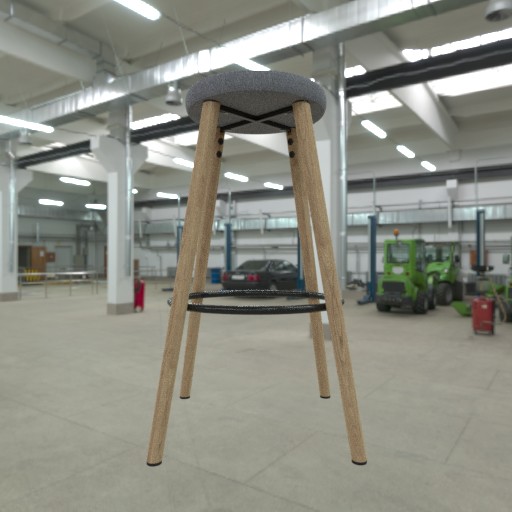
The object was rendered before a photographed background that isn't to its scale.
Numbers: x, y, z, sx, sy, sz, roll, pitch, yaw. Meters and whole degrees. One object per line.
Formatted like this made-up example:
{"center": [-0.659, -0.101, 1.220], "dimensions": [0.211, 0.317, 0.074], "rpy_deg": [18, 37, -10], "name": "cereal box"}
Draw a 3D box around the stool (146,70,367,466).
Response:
{"center": [0.000, 0.000, 1.017], "dimensions": [0.410, 0.770, 0.410], "rpy_deg": [0, 0, -1], "name": "stool"}
